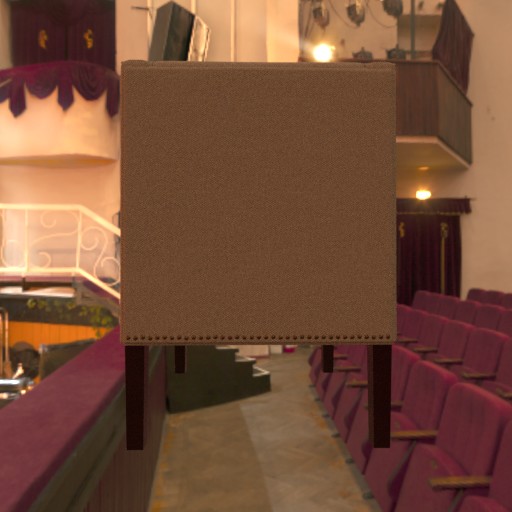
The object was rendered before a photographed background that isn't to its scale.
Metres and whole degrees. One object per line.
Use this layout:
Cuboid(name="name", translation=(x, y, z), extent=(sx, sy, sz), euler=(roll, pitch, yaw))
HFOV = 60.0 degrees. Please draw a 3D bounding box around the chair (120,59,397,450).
Cuboid(name="chair", translation=(0.000, 0.000, 1.342), extent=(0.628, 0.872, 0.748), euler=(0, 0, -1))
